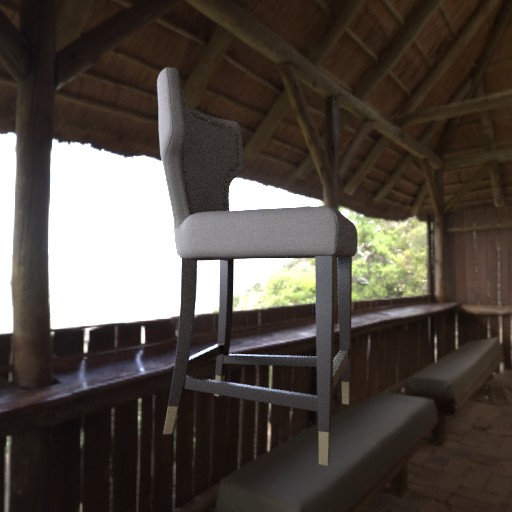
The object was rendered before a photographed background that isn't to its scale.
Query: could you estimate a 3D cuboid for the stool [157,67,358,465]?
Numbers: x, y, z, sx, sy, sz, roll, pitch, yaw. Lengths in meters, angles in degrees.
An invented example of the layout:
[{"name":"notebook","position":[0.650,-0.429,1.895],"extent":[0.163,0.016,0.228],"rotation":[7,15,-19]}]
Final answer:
[{"name":"stool","position":[0.000,0.000,1.339],"extent":[0.563,0.982,0.527],"rotation":[0,-1,18]}]
